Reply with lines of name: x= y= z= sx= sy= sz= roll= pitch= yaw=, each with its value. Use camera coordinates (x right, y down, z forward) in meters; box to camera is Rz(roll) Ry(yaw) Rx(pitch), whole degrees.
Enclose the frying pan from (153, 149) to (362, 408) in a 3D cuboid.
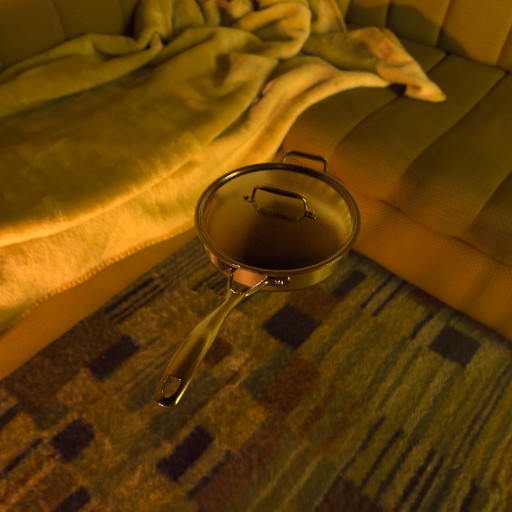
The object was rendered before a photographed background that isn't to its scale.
frying pan: x=0.000 y=0.000 z=0.687 sx=0.280 sy=0.114 sz=0.561 roll=16 pitch=49 yaw=14
